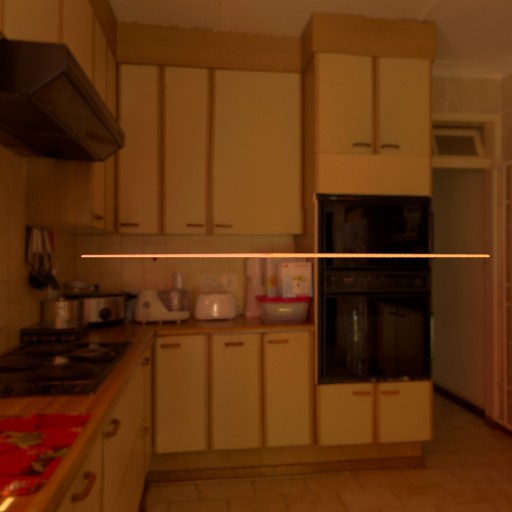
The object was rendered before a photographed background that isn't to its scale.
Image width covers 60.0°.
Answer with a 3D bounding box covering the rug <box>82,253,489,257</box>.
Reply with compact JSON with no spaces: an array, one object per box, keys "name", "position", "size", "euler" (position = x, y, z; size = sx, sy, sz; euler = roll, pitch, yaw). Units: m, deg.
[{"name":"rug","position":[0.000,0.000,2.756],"size":[1.524,0.013,2.134],"euler":[0,0,-37]}]
